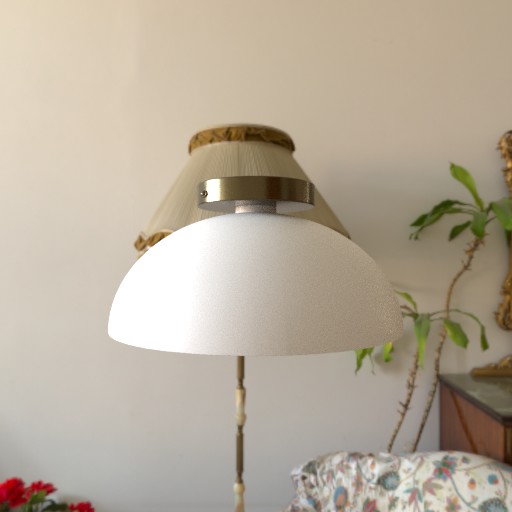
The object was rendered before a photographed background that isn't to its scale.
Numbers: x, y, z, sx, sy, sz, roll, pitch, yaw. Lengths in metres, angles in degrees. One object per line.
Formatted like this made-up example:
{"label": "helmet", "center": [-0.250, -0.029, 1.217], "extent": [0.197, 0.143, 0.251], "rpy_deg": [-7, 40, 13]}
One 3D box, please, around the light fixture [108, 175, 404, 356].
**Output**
{"label": "light fixture", "center": [0.000, 0.000, 0.562], "extent": [0.355, 0.177, 0.355], "rpy_deg": [0, 0, 0]}
